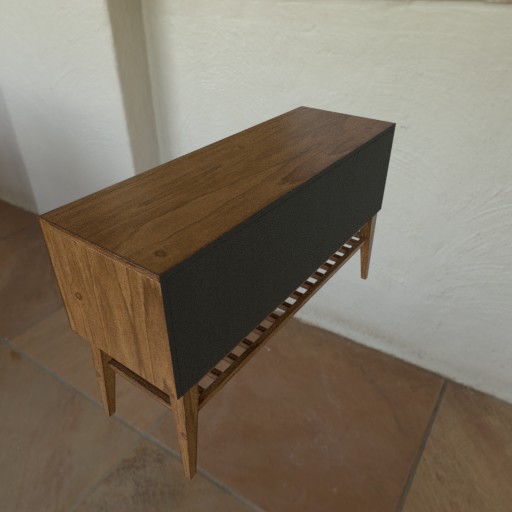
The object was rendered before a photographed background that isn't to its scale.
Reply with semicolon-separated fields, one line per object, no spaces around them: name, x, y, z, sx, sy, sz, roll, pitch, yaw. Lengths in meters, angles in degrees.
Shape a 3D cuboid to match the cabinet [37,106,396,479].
cabinet;0.000;0.000;1.750;0.477;0.802;1.363;22;39;29
